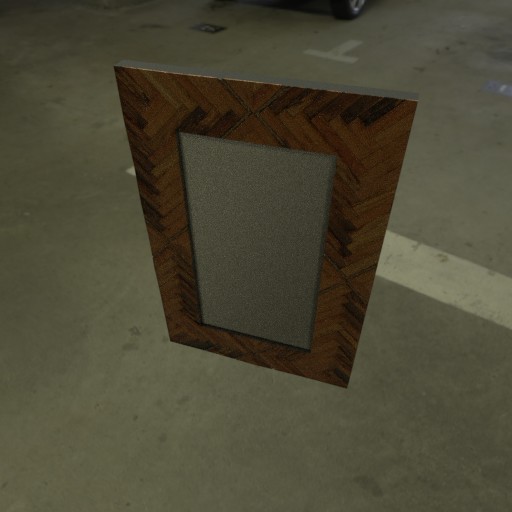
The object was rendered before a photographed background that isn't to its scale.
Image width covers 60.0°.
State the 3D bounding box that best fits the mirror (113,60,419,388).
[{"bbox_3d":[0.000,0.000,1.158,0.606,0.912,0.044,12,43,13],"label":"mirror"}]
